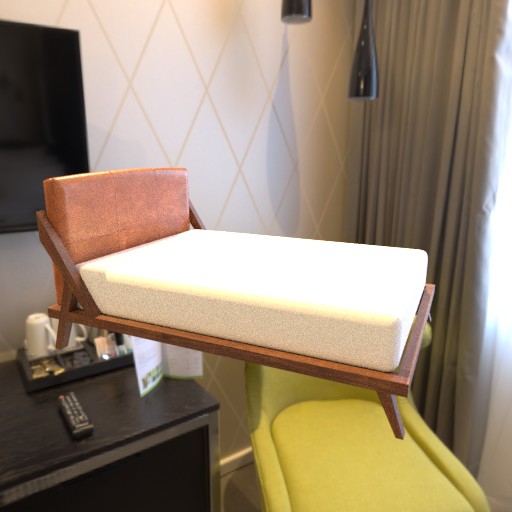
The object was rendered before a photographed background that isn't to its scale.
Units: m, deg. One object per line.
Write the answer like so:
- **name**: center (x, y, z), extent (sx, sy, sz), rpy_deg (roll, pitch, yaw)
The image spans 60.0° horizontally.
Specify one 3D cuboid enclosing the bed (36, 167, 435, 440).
- **bed**: center (0.000, 0.000, 3.145), extent (2.311, 1.168, 1.651), rpy_deg (6, 15, 24)
